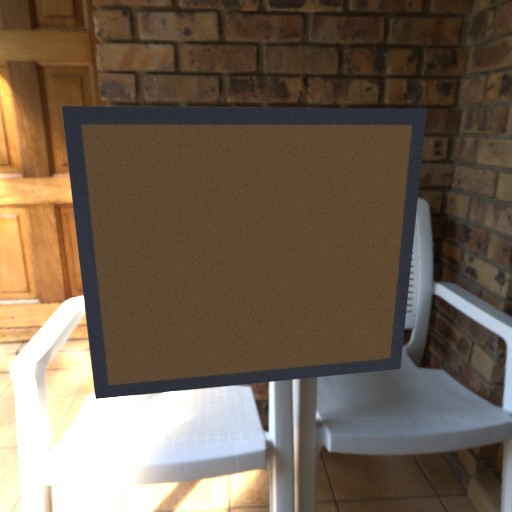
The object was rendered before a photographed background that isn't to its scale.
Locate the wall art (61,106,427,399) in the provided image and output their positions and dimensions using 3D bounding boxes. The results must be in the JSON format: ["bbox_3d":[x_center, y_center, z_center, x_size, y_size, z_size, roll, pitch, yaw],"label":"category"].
[{"bbox_3d":[0.000,0.000,0.880,0.660,0.558,0.026,-3,16,-10],"label":"wall art"}]
